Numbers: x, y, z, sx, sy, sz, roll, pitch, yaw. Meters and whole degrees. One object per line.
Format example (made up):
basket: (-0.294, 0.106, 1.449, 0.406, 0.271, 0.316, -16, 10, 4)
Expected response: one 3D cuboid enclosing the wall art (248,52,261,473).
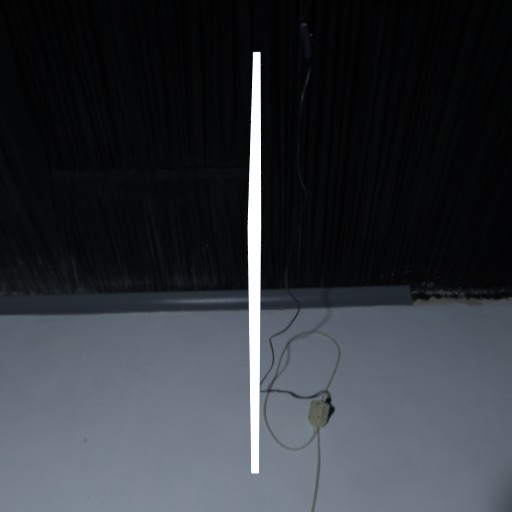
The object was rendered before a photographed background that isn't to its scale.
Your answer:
wall art: (0.000, 0.000, 0.872, 0.013, 0.584, 0.584, 0, 41, 0)
